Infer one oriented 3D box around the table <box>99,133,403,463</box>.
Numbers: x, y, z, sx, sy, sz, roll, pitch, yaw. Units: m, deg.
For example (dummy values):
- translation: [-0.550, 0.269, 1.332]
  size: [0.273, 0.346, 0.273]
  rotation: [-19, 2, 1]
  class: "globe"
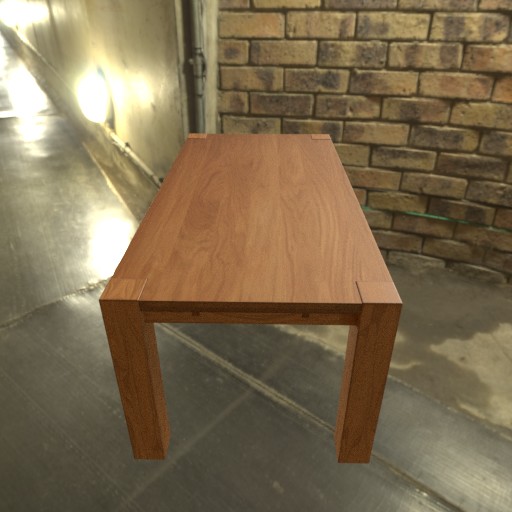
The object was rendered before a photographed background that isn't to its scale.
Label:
- translation: [0.000, 0.000, 2.275]
  size: [0.900, 0.760, 1.800]
  rotation: [1, 31, 1]
  class: "table"
